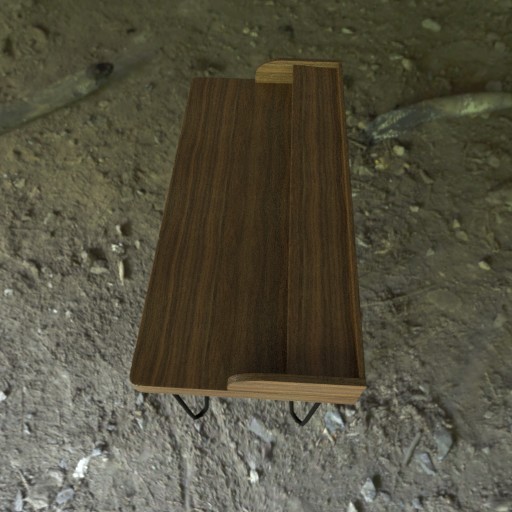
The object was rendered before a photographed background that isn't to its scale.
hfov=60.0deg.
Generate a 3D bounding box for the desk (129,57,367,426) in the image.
[{"bbox_3d":[0.000,0.000,1.676,0.565,0.854,1.200,3,58,2],"label":"desk"}]
